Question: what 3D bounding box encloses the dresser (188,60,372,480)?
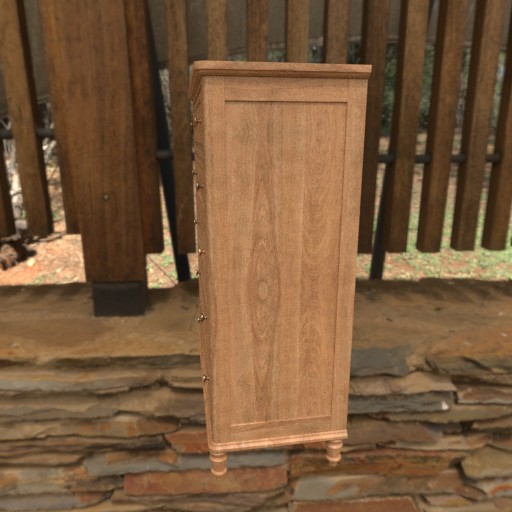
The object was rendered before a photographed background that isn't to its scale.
[{"bbox_3d":[0.000,0.000,1.808,0.484,1.318,0.973,-2,15,-9],"label":"dresser"}]
